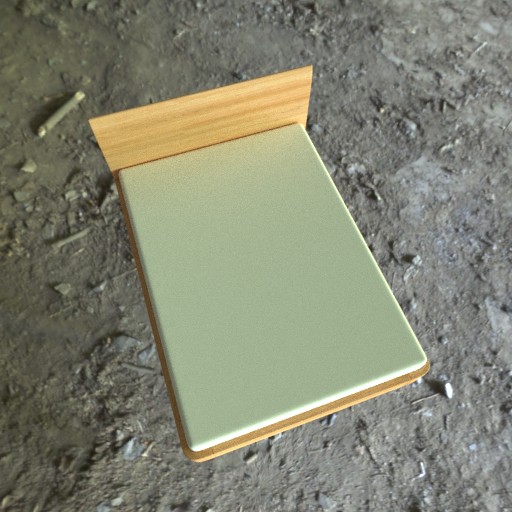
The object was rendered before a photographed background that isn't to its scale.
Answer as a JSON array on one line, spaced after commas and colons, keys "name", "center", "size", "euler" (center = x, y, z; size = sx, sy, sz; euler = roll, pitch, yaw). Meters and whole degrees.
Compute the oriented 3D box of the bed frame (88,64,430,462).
[{"name": "bed frame", "center": [0.000, 0.000, 2.782], "size": [1.472, 0.940, 1.992], "euler": [-17, 63, -9]}]
